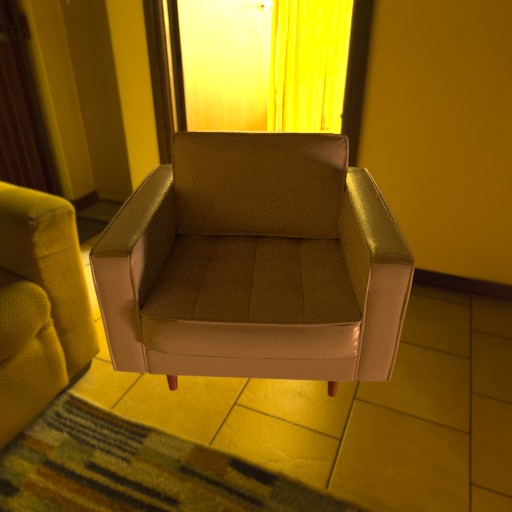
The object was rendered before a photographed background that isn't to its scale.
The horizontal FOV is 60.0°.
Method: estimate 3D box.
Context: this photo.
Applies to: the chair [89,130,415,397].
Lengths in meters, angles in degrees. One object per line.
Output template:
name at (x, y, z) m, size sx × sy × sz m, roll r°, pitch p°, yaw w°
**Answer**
chair at (0.000, 0.000, 1.586) m, size 0.928 × 0.773 × 0.843 m, roll 1°, pitch 30°, yaw 3°
